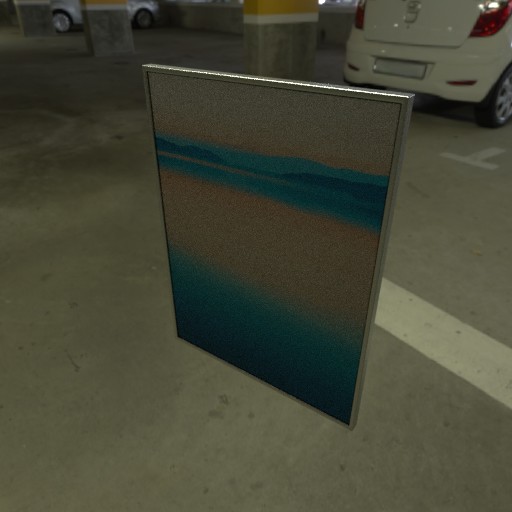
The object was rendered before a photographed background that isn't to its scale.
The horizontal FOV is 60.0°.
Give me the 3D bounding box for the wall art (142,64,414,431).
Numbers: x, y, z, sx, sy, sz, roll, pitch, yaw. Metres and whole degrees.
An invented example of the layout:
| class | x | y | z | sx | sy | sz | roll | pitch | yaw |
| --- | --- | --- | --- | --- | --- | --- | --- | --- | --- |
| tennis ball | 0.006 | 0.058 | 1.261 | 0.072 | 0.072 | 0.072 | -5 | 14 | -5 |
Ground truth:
| class | x | y | z | sx | sy | sz | roll | pitch | yaw |
| --- | --- | --- | --- | --- | --- | --- | --- | --- | --- |
| wall art | 0.000 | 0.000 | 1.402 | 0.801 | 1.062 | 0.037 | 20 | 36 | 29 |
